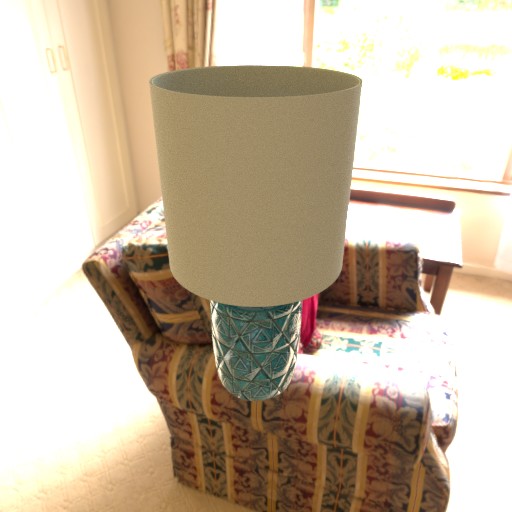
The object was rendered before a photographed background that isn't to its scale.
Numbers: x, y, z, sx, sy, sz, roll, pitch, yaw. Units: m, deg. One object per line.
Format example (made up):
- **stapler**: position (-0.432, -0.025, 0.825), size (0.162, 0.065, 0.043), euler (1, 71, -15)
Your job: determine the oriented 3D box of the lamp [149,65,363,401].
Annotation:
- **lamp**: position (0.000, 0.000, 0.501), size (0.193, 0.377, 0.193), euler (-10, 31, -17)
